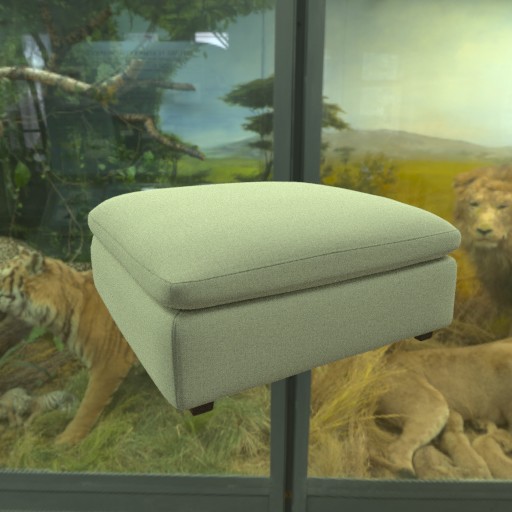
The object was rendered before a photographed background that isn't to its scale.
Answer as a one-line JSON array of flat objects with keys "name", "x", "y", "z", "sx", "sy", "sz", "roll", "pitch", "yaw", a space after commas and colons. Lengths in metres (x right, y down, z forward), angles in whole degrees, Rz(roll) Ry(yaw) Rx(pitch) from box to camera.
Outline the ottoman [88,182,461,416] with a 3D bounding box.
[{"name": "ottoman", "x": 0.000, "y": 0.000, "z": 1.566, "sx": 0.996, "sy": 0.467, "sz": 0.977, "roll": -9, "pitch": 19, "yaw": -28}]
